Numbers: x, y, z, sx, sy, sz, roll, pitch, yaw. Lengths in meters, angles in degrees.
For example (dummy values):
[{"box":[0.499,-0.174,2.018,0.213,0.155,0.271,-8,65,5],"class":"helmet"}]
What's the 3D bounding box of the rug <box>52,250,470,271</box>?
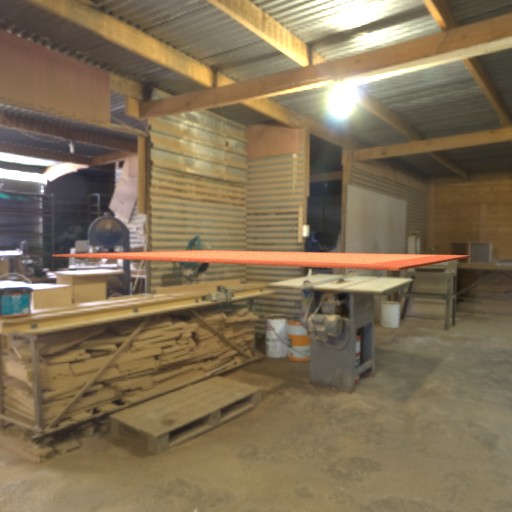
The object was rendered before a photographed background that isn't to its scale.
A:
[{"box":[0.000,0.000,3.049,2.438,0.014,1.524,2,3,35],"class":"rug"}]
